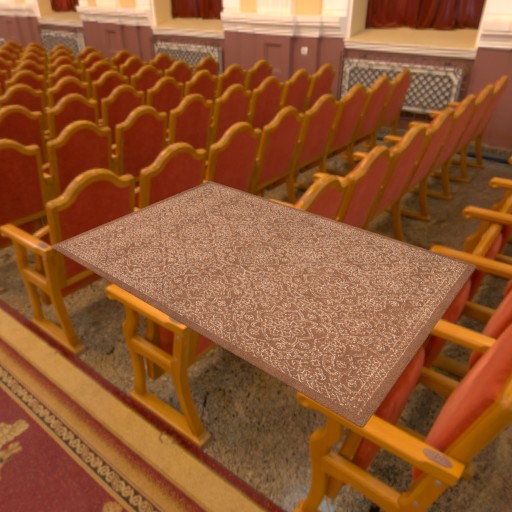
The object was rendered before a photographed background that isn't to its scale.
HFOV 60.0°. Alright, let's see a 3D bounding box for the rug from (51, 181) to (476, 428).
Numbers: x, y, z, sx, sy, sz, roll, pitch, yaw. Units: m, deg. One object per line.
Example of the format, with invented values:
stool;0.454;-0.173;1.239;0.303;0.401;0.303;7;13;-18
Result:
rug;0.000;0.000;2.847;2.286;0.011;1.524;22;37;32
